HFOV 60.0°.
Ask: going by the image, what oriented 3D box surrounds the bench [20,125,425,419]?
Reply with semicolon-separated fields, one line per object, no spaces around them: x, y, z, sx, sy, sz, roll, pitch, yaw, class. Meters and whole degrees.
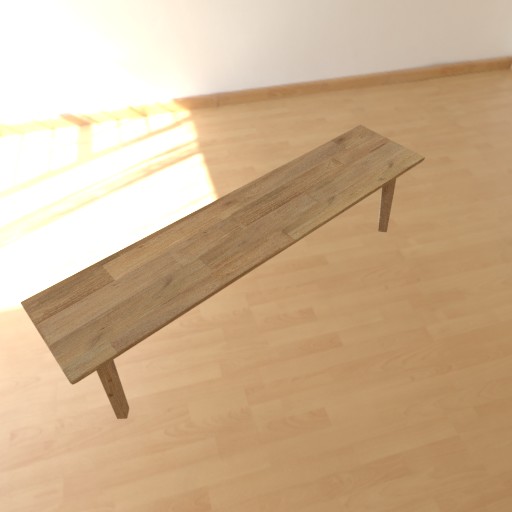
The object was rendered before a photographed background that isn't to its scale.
0.000;0.000;1.878;1.698;0.431;0.378;-32;54;-27;bench
